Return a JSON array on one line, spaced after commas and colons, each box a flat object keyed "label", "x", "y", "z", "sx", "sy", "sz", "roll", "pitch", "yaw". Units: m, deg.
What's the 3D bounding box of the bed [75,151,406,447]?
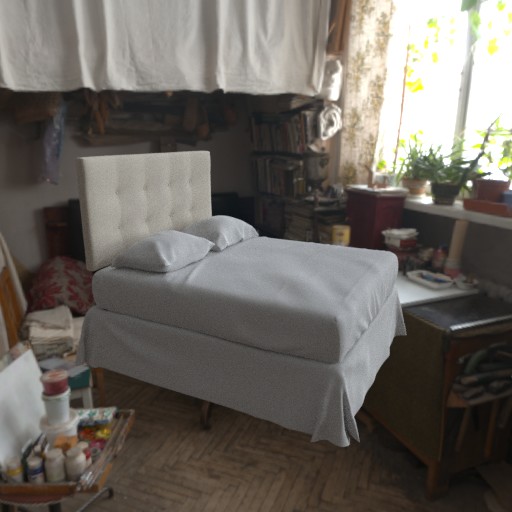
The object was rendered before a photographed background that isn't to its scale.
[{"label": "bed", "x": 0.000, "y": 0.000, "z": 3.567, "sx": 2.222, "sy": 1.577, "sz": 1.936, "roll": 8, "pitch": 17, "yaw": 27}]
